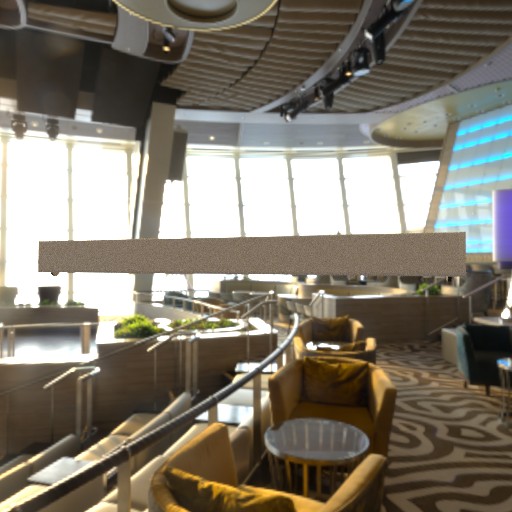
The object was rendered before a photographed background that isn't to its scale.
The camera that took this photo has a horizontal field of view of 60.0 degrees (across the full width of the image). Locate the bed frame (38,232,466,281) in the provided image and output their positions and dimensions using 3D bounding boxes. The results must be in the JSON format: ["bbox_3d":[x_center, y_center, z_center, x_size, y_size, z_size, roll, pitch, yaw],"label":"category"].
[{"bbox_3d":[0.000,0.000,1.546,1.300,0.141,0.670,0,-1,19],"label":"bed frame"}]
